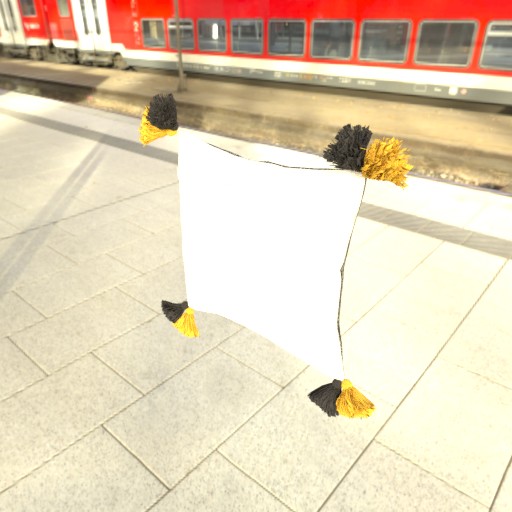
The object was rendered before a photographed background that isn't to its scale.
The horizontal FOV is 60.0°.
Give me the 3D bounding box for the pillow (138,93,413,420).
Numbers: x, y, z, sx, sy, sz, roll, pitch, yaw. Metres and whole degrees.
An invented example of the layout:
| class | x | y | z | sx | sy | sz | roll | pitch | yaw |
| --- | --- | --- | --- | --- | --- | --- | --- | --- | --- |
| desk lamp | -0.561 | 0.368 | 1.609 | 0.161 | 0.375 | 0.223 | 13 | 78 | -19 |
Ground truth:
| class | x | y | z | sx | sy | sz | roll | pitch | yaw |
| --- | --- | --- | --- | --- | --- | --- | --- | --- | --- |
| pillow | 0.000 | 0.000 | 0.987 | 0.654 | 0.659 | 0.139 | 21 | 35 | 33 |
